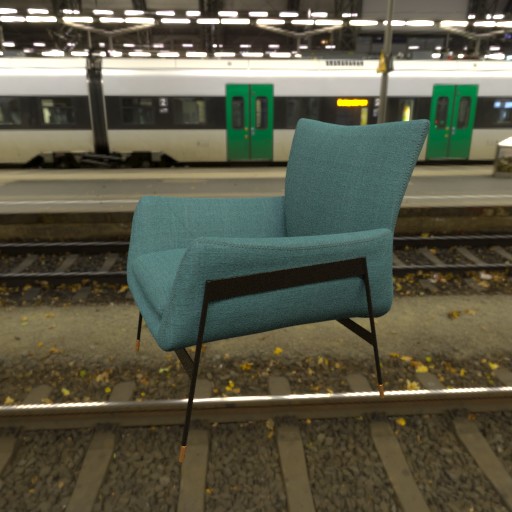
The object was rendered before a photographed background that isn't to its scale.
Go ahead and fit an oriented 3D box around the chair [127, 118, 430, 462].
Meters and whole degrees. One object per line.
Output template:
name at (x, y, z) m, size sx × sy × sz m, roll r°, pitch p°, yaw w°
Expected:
chair at (0.000, 0.000, 1.453) m, size 0.769 × 0.859 × 0.678 m, roll -8°, pitch 19°, yaw -23°
